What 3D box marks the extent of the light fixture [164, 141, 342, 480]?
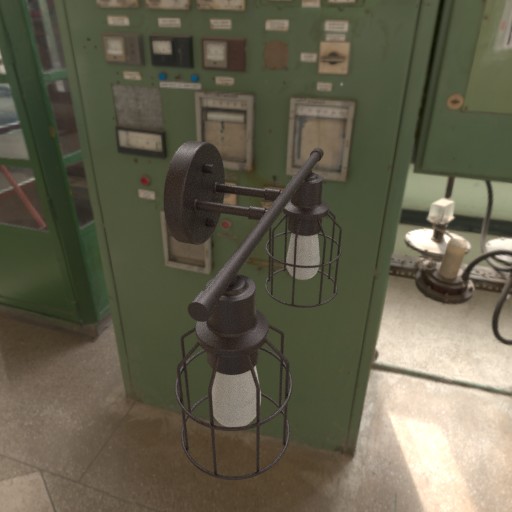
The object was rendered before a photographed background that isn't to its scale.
[{"bbox_3d":[0.000,0.000,0.522,0.165,0.254,0.406,10,31,16],"label":"light fixture"}]
